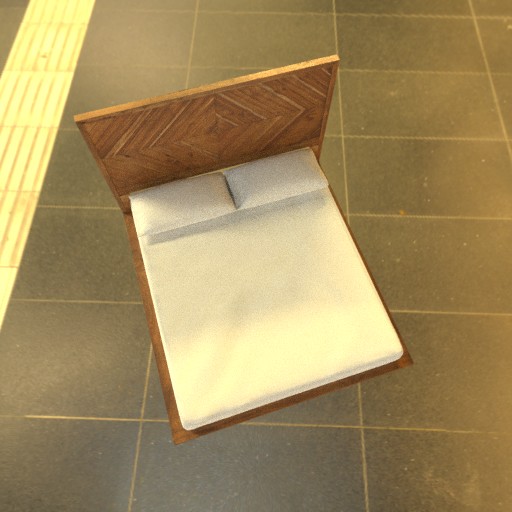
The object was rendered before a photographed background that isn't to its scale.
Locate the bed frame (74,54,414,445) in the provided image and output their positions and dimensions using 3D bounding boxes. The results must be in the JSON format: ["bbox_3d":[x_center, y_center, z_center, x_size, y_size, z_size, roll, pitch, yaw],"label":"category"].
[{"bbox_3d":[0.000,0.000,3.554,2.038,1.537,2.235,-16,66,-8],"label":"bed frame"}]
